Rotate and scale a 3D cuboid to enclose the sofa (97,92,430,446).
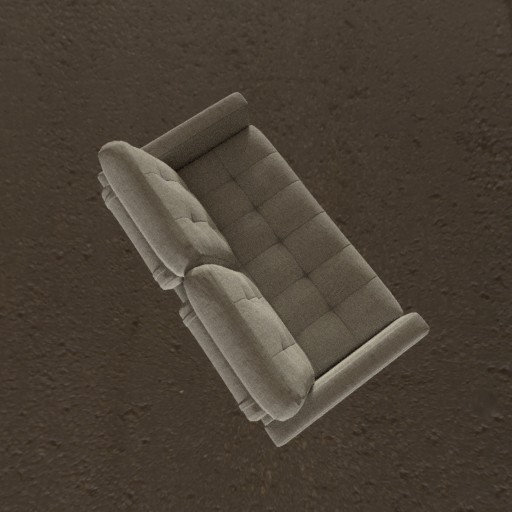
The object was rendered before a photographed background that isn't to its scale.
[{"bbox_3d":[0.000,0.000,2.016,0.842,0.907,1.407,-34,77,-9],"label":"sofa"}]
